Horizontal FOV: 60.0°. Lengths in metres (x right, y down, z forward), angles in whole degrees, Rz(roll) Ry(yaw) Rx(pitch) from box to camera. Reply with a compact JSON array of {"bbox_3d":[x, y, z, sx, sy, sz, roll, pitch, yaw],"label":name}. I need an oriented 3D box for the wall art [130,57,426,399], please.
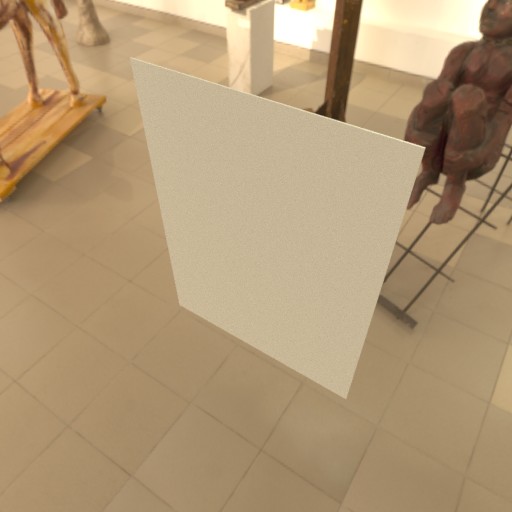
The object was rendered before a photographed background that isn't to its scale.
[{"bbox_3d":[0.000,0.000,0.807,0.457,0.609,0.003,25,51,22],"label":"wall art"}]
